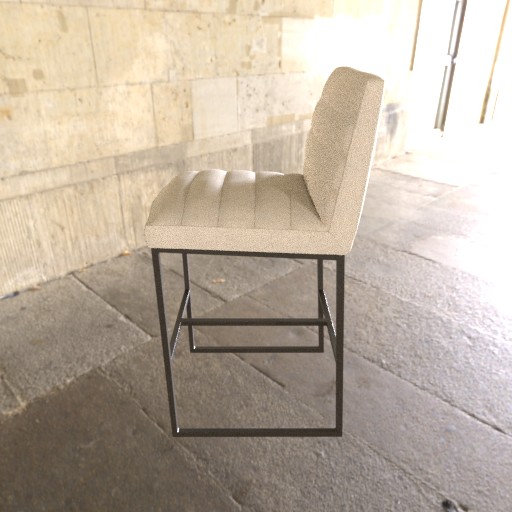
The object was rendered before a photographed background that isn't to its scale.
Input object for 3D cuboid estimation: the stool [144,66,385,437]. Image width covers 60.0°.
[{"bbox_3d":[0.000,0.000,1.366,0.573,1.061,0.464,0,26,0],"label":"stool"}]
